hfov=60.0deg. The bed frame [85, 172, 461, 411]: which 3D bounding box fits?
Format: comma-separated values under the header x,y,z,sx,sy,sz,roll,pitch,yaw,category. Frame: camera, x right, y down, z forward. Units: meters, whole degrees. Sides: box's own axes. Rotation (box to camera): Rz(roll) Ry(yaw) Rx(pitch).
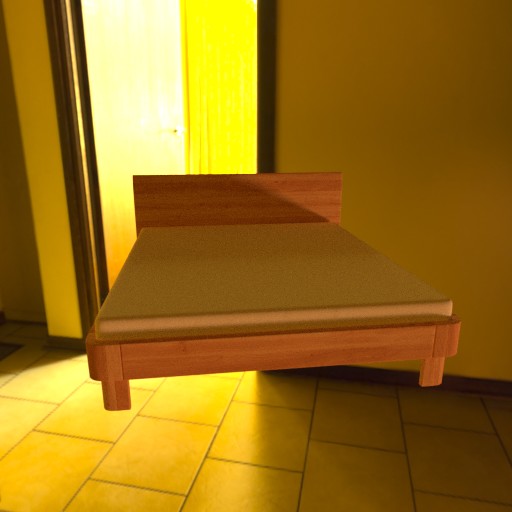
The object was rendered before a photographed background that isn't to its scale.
x,y,z,sx,sy,sz,roll,pitch,yaw,category
0.000,0.000,3.087,1.872,0.940,2.092,-2,16,-7,bed frame
